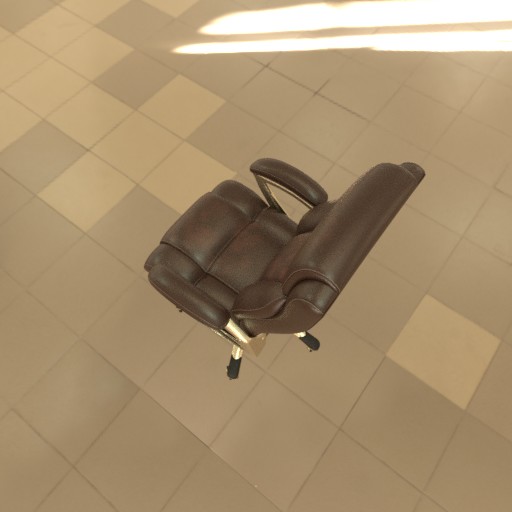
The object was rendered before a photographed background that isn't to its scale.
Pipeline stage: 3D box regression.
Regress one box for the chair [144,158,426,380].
[{"bbox_3d":[0.000,0.000,1.633,0.749,1.194,0.692,34,67,16],"label":"chair"}]
